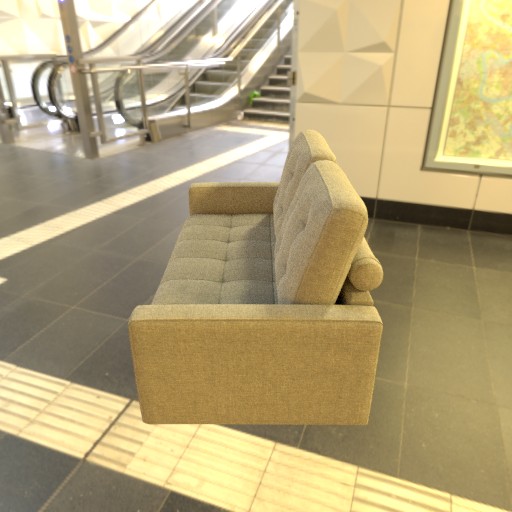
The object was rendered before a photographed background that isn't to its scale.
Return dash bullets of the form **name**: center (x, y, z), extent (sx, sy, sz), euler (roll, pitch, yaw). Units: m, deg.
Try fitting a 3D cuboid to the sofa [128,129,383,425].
- **sofa**: center (0.000, 0.000, 2.009), extent (0.842, 0.907, 1.407), euler (0, 27, 0)
